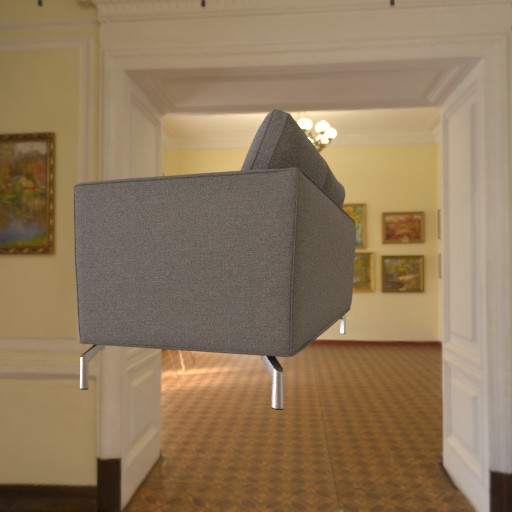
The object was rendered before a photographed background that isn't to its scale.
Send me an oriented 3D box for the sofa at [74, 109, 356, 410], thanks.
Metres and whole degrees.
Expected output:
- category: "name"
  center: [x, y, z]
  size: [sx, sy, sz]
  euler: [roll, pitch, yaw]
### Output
- category: "sofa"
  center: [0.000, 0.000, 2.113]
  size: [0.803, 0.924, 1.594]
  euler: [0, -1, 18]
